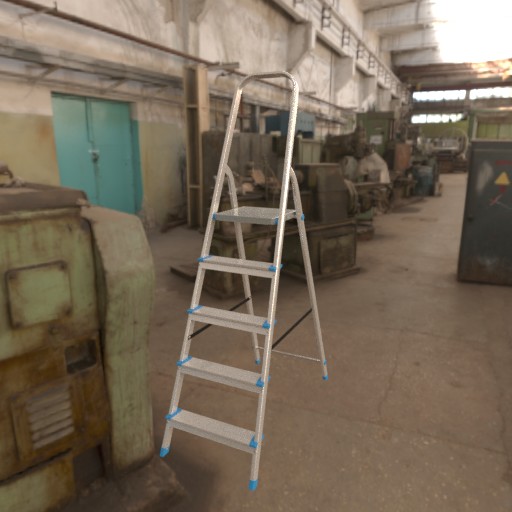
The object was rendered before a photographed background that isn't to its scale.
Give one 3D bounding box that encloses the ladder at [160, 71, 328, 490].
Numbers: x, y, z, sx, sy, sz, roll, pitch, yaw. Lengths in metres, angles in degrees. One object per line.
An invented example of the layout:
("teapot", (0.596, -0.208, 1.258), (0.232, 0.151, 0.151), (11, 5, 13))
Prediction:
("ladder", (0.000, 0.000, 2.087), (0.468, 1.648, 0.990), (7, 16, 25))
